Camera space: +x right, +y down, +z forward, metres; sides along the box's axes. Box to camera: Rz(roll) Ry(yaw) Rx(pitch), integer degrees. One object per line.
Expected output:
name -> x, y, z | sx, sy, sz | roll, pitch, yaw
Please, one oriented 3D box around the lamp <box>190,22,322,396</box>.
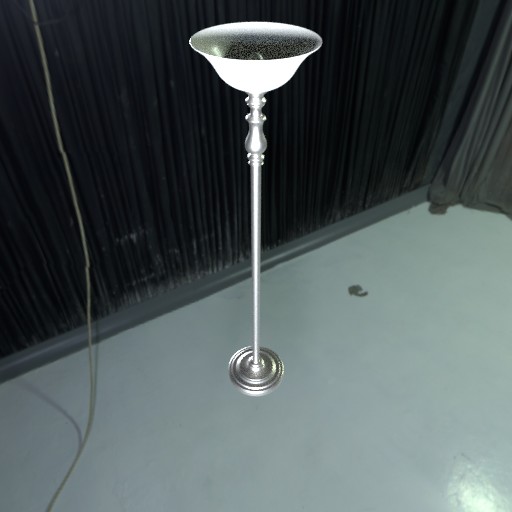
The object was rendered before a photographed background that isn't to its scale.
lamp -> 0.000, 0.000, 1.945 | 0.405, 1.771, 0.405 | -26, 48, -27
